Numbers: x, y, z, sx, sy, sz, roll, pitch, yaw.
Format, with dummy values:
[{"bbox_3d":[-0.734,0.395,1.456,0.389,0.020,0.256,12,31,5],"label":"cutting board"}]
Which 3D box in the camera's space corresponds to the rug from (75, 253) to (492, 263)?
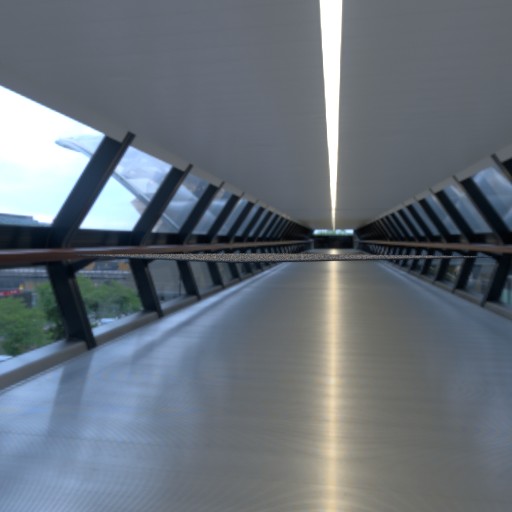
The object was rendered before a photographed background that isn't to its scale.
[{"bbox_3d":[0.000,0.000,4.036,2.438,0.010,3.048,-1,1,-36],"label":"rug"}]
